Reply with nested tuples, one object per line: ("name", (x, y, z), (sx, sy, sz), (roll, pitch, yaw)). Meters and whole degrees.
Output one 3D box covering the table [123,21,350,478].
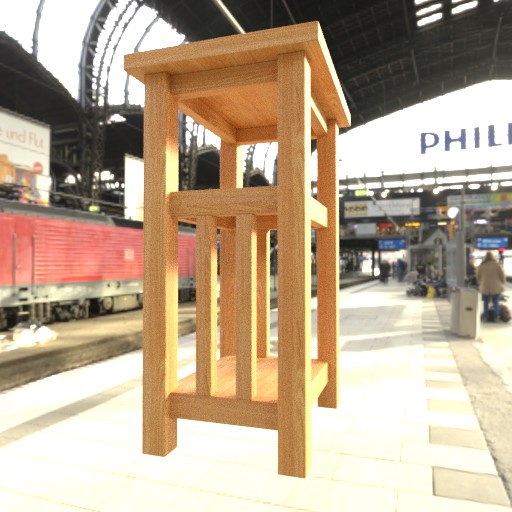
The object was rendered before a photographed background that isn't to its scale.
("table", (0.000, 0.000, 0.727), (0.270, 0.550, 0.350), (0, -1, 18))
